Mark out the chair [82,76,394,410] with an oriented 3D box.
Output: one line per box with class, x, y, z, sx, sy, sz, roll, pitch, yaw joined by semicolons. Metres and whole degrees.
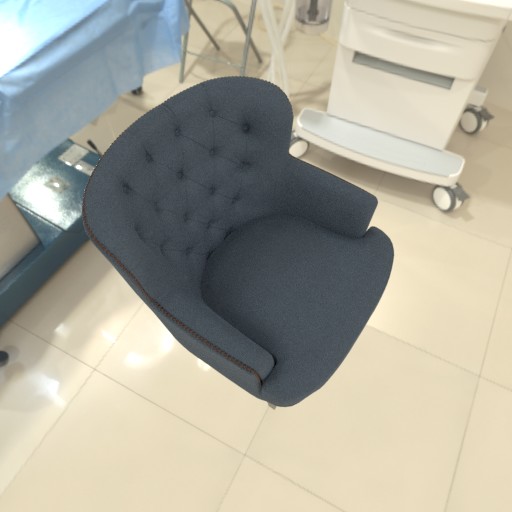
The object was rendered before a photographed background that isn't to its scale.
chair;0.000;0.000;1.619;0.906;0.868;0.848;30;62;18
